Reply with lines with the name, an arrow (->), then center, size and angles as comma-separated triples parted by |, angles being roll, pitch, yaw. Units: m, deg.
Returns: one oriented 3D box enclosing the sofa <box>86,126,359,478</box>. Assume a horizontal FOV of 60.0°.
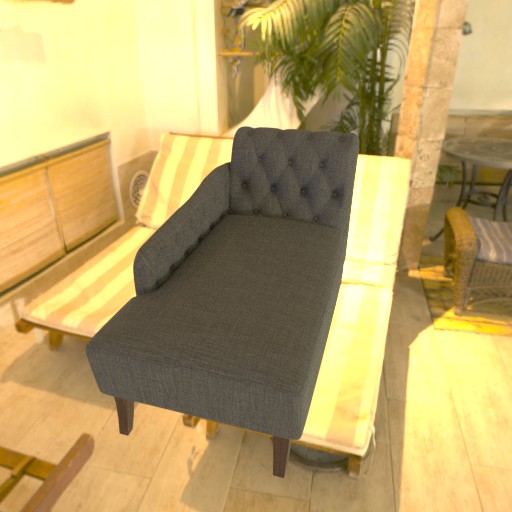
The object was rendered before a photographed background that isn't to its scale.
sofa -> 0.000, 0.000, 1.811 | 0.675, 0.787, 1.379 | 8, 29, 15
